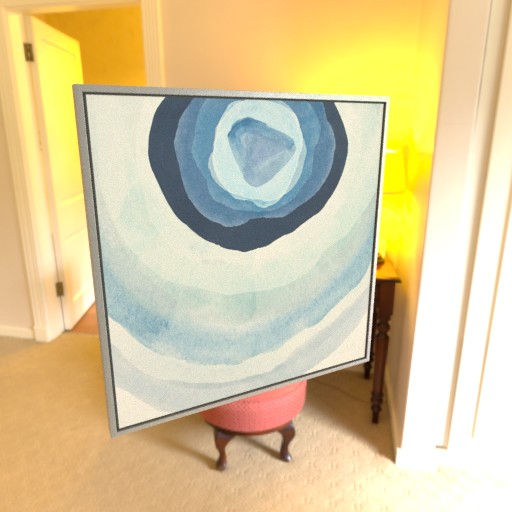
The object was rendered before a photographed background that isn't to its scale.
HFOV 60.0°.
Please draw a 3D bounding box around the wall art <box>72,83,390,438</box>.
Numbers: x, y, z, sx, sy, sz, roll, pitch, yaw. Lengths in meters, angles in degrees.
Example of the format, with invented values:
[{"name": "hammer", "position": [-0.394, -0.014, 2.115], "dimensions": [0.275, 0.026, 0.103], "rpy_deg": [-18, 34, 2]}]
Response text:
[{"name": "wall art", "position": [0.000, 0.000, 1.159], "dimensions": [0.809, 0.807, 0.038], "rpy_deg": [-8, 18, -26]}]
